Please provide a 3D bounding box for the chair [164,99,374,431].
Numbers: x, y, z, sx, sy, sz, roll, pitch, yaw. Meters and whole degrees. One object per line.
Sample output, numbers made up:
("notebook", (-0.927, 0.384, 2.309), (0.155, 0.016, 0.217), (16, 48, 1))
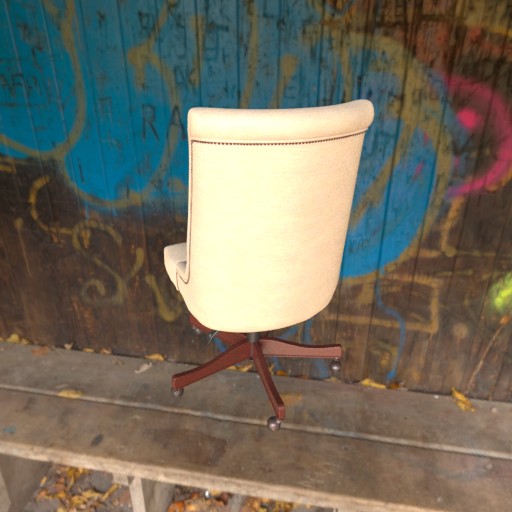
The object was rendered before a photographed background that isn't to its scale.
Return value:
("chair", (0.000, 0.000, 1.445), (0.645, 1.010, 0.696), (-8, 28, -16))
